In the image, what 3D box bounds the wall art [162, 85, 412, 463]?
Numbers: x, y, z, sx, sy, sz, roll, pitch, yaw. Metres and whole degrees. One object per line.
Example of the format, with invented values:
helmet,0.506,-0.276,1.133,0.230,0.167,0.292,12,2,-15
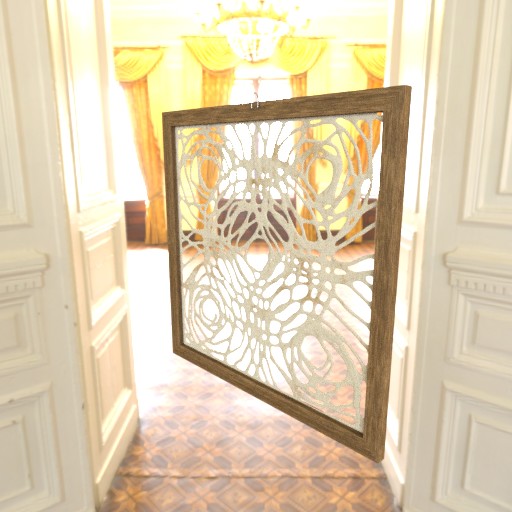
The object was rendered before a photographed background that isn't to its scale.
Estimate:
wall art,0.000,0.000,0.828,0.021,0.576,0.561,-13,18,-43
